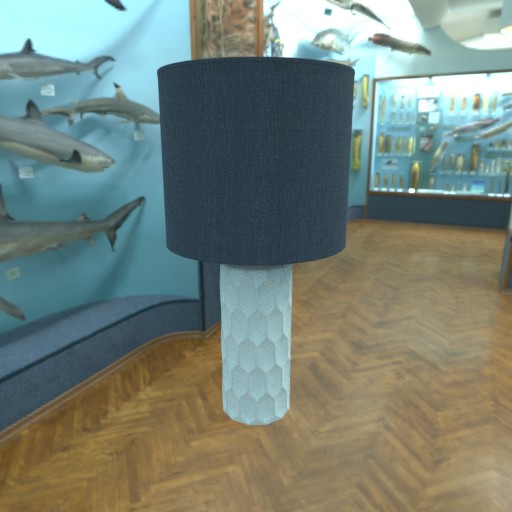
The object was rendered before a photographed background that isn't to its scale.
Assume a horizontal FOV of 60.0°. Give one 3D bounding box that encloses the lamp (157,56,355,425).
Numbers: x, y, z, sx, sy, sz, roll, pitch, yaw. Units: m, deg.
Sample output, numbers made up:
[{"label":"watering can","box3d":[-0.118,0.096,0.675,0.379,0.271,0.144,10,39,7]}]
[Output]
[{"label":"lamp","box3d":[0.000,0.000,0.700,0.277,0.537,0.277,8,17,27]}]
